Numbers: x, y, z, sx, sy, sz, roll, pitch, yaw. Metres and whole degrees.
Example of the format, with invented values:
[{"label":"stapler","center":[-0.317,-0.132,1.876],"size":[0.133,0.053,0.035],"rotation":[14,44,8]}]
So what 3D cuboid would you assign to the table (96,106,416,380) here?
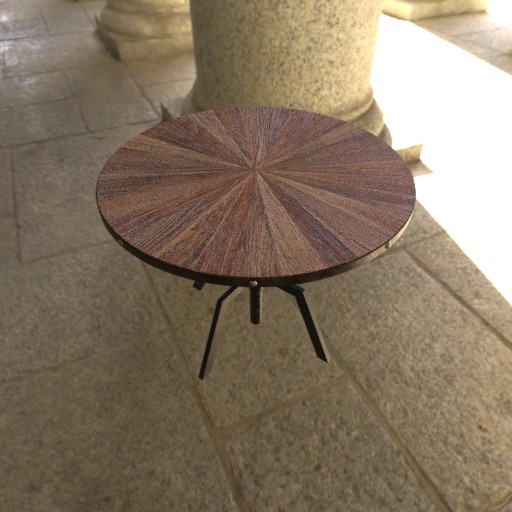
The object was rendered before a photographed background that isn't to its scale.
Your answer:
[{"label":"table","center":[0.000,0.000,1.482],"size":[0.885,0.658,0.885],"rotation":[0,41,0]}]
